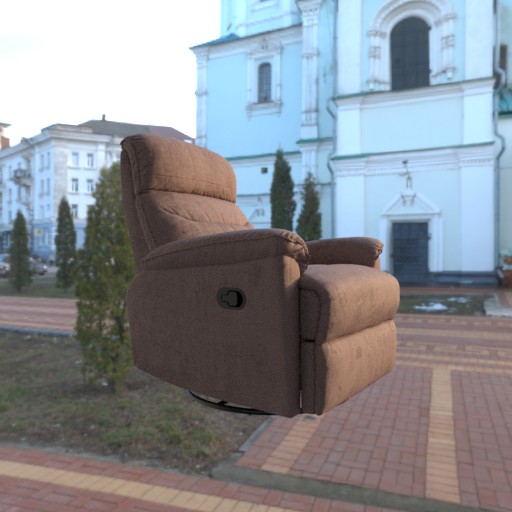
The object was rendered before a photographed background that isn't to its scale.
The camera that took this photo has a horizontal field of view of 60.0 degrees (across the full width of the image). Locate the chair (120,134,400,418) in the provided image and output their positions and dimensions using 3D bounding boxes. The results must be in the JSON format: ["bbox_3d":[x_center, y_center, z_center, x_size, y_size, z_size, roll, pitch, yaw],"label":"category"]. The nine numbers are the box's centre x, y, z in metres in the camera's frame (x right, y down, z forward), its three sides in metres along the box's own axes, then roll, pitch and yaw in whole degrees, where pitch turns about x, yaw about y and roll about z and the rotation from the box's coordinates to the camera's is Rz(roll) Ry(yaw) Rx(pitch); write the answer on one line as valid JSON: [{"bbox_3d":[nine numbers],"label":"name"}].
[{"bbox_3d":[0.000,0.000,1.785,1.004,1.037,0.820,0,0,35],"label":"chair"}]
